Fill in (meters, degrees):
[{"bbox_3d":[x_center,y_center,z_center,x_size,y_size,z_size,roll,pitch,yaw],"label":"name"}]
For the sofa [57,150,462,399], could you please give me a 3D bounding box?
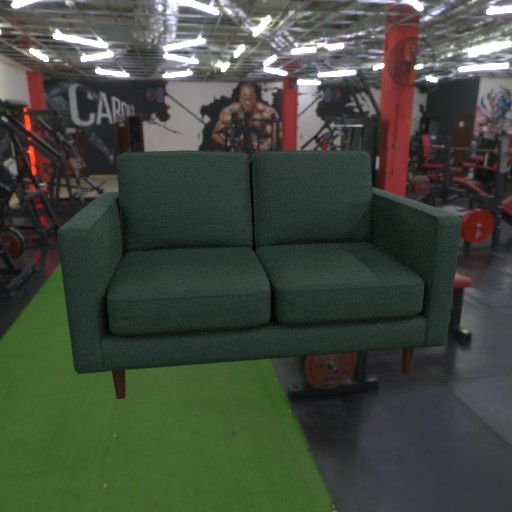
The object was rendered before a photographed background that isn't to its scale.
[{"bbox_3d":[0.000,0.000,1.976,1.430,0.899,0.879,-2,16,-8],"label":"sofa"}]
